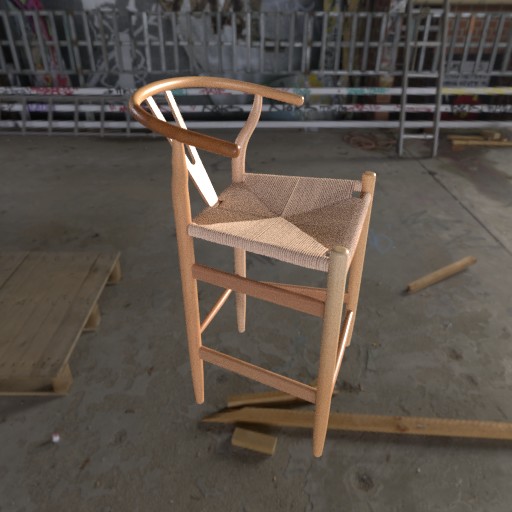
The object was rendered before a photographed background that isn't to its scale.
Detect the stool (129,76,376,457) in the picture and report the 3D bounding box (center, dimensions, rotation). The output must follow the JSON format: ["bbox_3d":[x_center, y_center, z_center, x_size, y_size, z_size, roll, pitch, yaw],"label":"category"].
[{"bbox_3d":[0.000,0.000,1.286,0.575,0.923,0.536,10,32,17],"label":"stool"}]
